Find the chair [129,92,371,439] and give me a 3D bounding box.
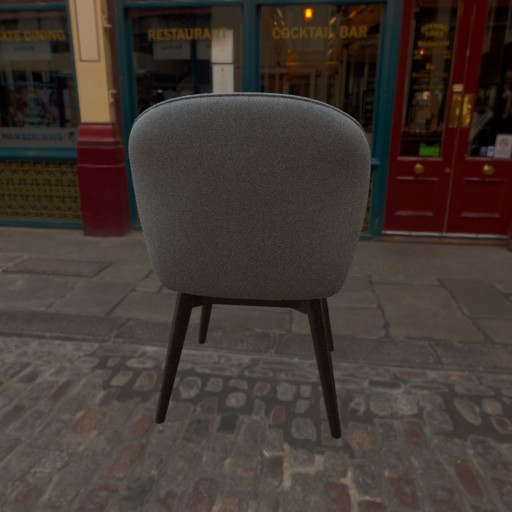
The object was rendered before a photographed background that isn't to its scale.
[{"bbox_3d":[0.000,0.000,1.234,0.589,0.810,0.611,2,16,7],"label":"chair"}]
